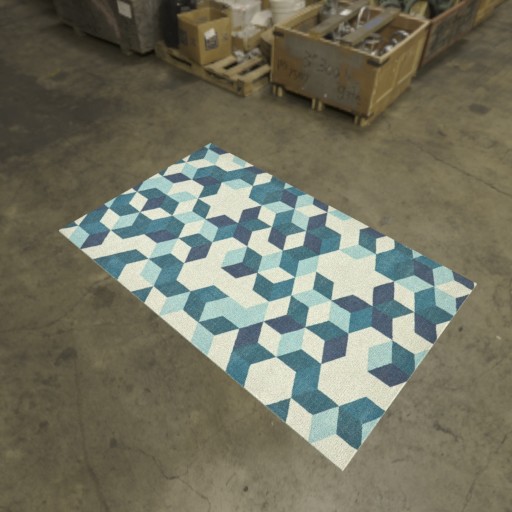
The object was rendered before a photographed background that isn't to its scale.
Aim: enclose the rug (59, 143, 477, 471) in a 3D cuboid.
[{"bbox_3d":[0.000,0.000,3.008,2.438,0.015,1.518,33,55,27],"label":"rug"}]
